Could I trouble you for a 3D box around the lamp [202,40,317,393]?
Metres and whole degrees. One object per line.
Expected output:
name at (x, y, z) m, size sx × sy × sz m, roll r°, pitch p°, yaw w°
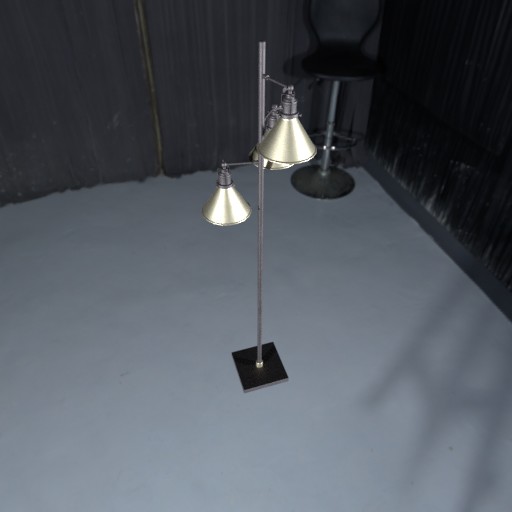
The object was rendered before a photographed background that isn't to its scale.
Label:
lamp at (0.000, 0.000, 1.902) m, size 0.415 × 1.716 × 0.428 m, roll -12°, pitch 43°, yaw -13°
